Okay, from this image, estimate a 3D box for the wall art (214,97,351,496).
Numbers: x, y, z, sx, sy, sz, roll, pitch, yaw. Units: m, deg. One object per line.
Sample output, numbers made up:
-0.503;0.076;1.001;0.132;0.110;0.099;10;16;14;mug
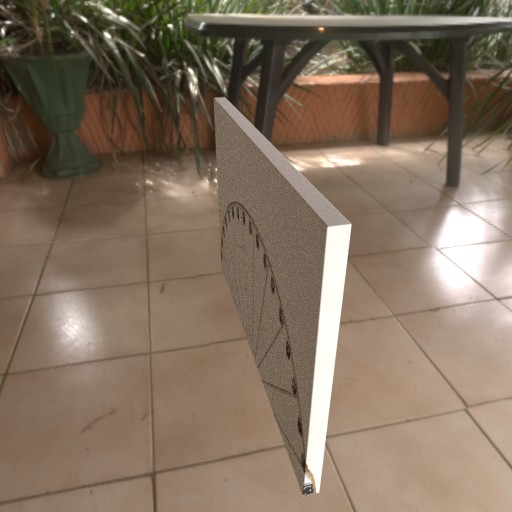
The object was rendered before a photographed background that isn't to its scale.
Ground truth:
0.000;0.000;1.113;0.038;0.601;0.898;-7;31;-12;wall art
